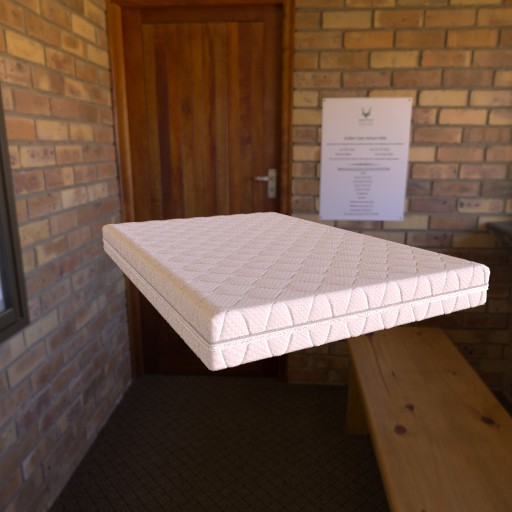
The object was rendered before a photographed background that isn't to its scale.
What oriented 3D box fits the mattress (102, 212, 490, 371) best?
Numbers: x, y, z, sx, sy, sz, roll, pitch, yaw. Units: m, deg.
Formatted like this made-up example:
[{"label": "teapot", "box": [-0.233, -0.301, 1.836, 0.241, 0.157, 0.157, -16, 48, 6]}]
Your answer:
[{"label": "mattress", "box": [0.000, 0.000, 2.593, 1.400, 0.200, 2.000, -7, 15, -27]}]
